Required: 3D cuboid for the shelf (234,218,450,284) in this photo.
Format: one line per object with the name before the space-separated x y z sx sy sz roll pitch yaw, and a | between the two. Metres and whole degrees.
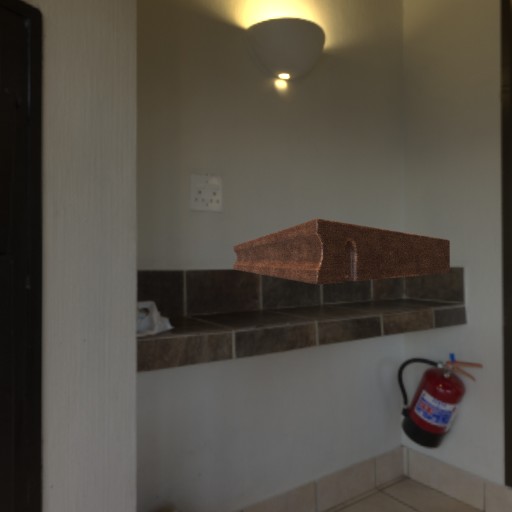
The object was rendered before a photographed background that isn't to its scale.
shelf | 0.000 0.000 0.439 0.296 0.035 0.296 0 -1 36
